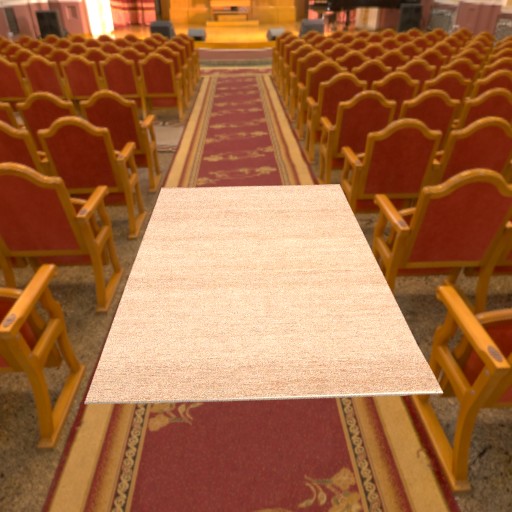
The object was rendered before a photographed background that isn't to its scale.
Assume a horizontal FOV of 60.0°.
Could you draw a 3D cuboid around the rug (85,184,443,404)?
[{"bbox_3d":[0.000,0.000,2.920,1.574,0.029,2.346,-1,32,-2],"label":"rug"}]
